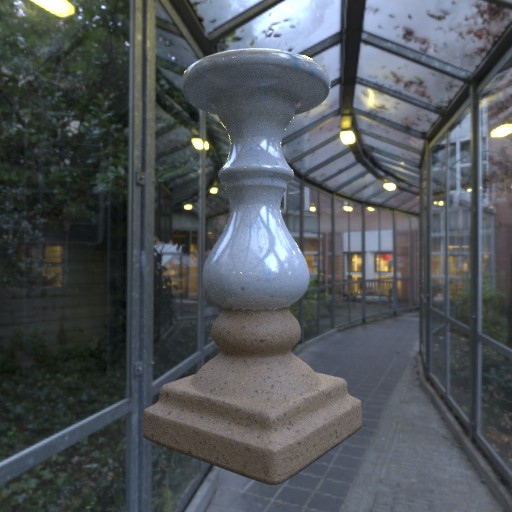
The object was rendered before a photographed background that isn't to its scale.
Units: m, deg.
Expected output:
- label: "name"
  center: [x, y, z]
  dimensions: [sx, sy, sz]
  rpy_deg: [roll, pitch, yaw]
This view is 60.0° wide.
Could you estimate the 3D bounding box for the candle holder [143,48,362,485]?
- label: "candle holder"
  center: [0.000, 0.000, 0.303]
  dimensions: [0.110, 0.239, 0.110]
  rpy_deg: [-1, -1, 37]
